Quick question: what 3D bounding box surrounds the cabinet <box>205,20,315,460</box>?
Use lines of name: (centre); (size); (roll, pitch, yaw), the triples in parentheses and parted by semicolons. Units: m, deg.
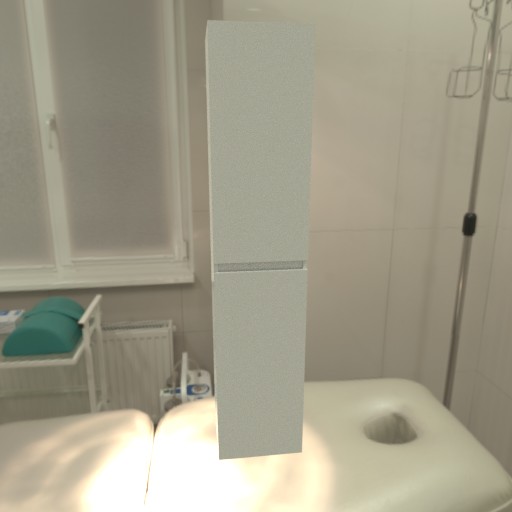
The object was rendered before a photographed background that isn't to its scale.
cabinet: (0.000, 0.000, 1.523); (0.300, 1.400, 0.270); (-2, 15, -7)
